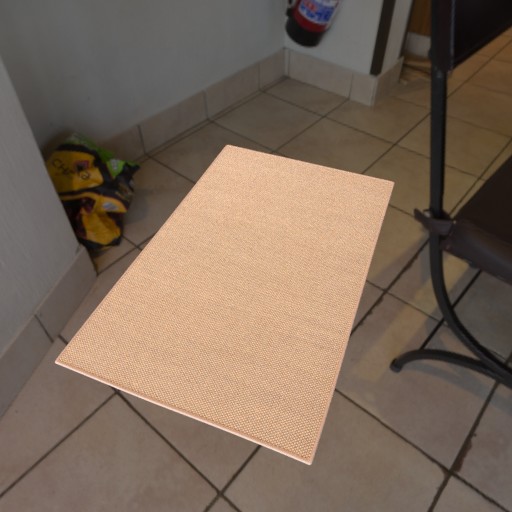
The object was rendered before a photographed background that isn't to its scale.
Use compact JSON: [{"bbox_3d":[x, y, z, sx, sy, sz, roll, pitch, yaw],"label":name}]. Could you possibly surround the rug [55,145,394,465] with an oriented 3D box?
[{"bbox_3d":[0.000,0.000,2.160,1.067,0.013,1.676,16,49,15],"label":"rug"}]
